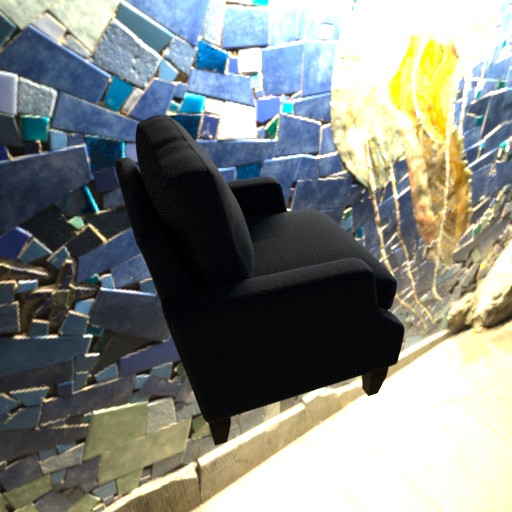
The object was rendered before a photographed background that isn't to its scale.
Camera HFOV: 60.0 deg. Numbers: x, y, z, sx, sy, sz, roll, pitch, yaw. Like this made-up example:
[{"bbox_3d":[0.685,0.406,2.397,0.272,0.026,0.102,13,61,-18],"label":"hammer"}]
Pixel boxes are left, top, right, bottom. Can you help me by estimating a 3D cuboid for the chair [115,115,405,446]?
[{"bbox_3d":[0.000,0.000,1.703,0.897,0.991,0.855,-11,34,-17],"label":"chair"}]
